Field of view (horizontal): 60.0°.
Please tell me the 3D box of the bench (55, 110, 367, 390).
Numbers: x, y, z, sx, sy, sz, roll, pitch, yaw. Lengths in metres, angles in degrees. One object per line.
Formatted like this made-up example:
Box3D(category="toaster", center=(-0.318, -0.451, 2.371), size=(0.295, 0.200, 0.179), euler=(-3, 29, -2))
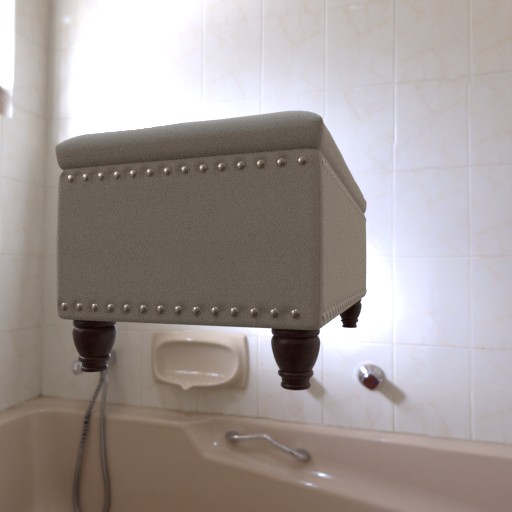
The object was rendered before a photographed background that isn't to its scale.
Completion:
Box3D(category="bench", center=(0.000, 0.000, 1.155), size=(0.500, 0.449, 0.887), euler=(-1, -2, 18))
